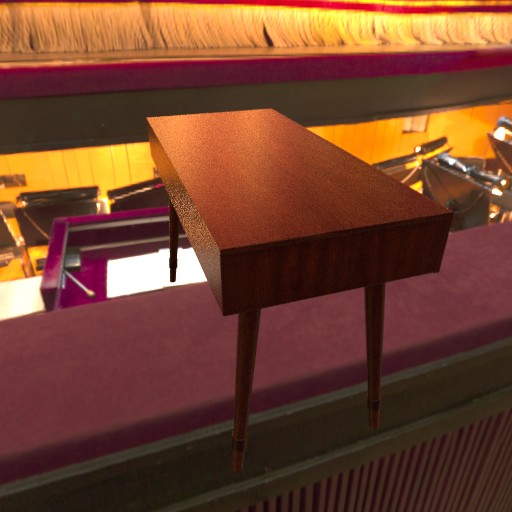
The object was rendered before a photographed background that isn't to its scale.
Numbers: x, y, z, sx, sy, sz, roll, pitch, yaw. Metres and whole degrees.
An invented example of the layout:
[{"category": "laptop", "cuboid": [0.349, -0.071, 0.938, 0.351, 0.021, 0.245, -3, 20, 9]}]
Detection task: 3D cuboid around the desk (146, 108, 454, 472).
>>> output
[{"category": "desk", "cuboid": [0.000, 0.000, 2.146, 0.734, 1.031, 1.577, -10, 31, -16]}]
